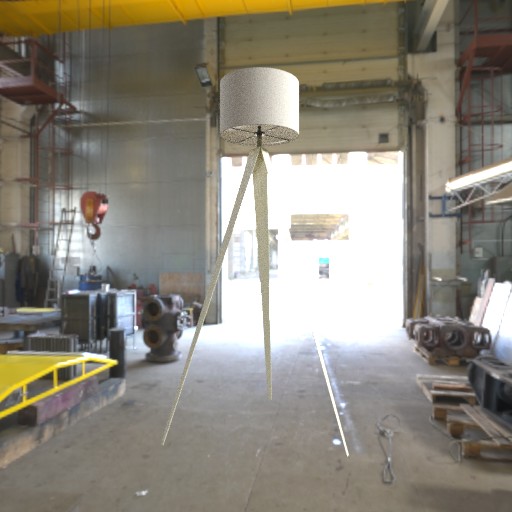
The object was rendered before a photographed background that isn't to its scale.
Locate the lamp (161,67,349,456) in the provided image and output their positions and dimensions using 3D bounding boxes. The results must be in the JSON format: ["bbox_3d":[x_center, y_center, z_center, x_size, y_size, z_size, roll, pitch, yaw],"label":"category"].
[{"bbox_3d":[0.000,0.000,1.884,0.716,1.524,0.724,1,-1,-36],"label":"lamp"}]
